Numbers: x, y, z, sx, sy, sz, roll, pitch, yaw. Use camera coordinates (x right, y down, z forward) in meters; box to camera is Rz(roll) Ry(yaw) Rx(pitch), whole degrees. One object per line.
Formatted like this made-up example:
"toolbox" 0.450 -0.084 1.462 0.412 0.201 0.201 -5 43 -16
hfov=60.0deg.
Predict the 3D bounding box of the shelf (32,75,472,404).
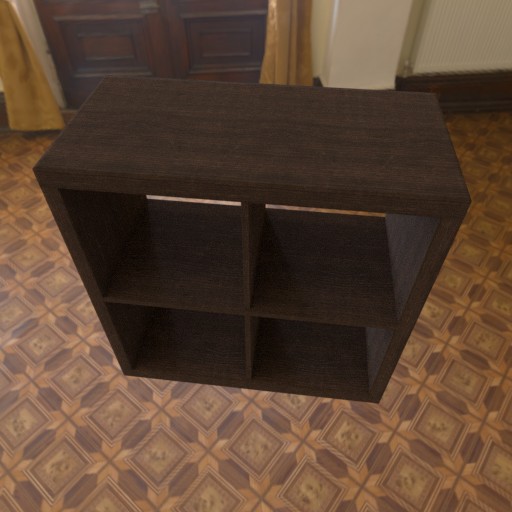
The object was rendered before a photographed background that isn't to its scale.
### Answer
"shelf" 0.000 0.000 1.209 0.790 0.786 0.390 5 47 5
